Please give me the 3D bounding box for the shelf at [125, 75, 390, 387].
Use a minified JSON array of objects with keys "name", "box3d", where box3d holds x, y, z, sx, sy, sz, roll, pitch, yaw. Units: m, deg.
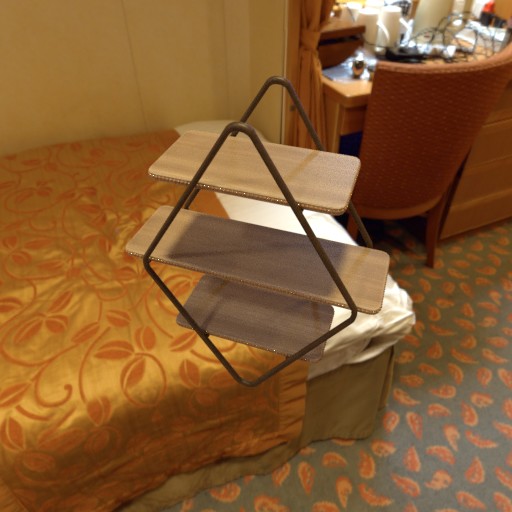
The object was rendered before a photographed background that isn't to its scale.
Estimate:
[{"name":"shelf","box3d":[0.000,0.000,1.058,0.609,0.774,0.234,13,43,14]}]
